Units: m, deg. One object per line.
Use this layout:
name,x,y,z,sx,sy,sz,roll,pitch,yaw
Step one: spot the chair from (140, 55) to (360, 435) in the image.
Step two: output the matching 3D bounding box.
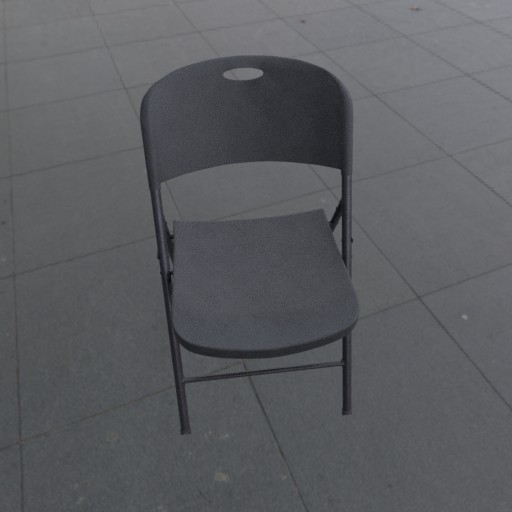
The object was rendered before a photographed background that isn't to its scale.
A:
chair,0.000,0.000,1.154,0.494,0.810,0.567,-5,47,-5
